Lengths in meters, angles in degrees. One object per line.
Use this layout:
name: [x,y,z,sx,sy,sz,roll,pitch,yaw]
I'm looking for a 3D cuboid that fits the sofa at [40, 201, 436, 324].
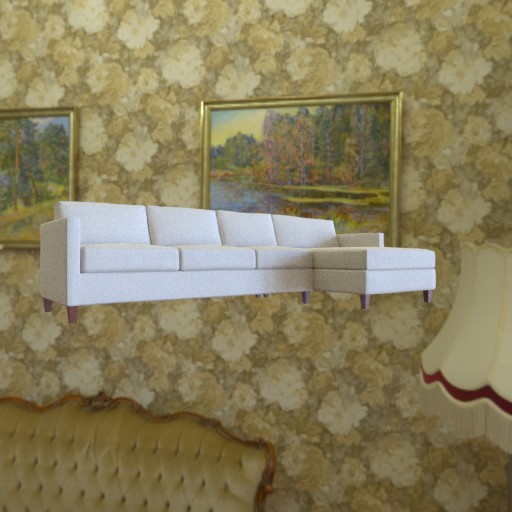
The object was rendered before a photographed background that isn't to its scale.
sofa: [0.000,0.000,4.181,3.471,0.954,1.599,0,0,-36]
